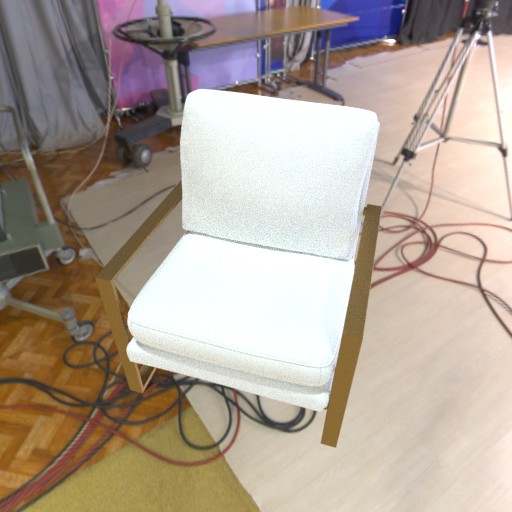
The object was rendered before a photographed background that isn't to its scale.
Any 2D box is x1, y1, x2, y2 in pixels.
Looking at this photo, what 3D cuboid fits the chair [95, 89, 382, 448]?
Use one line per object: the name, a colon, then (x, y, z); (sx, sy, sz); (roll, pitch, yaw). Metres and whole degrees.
chair: (0.000, 0.000, 1.585); (0.805, 0.966, 0.813); (11, 42, 12)
